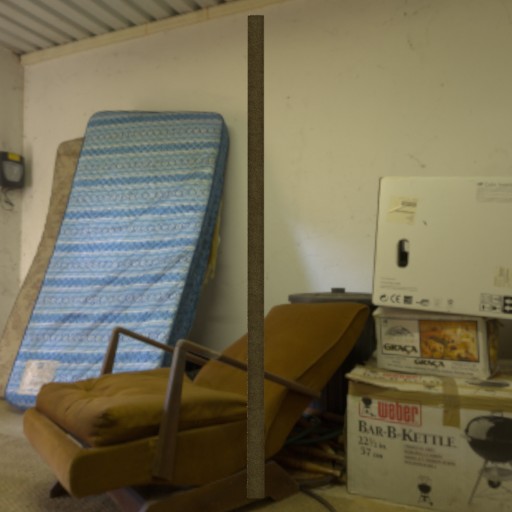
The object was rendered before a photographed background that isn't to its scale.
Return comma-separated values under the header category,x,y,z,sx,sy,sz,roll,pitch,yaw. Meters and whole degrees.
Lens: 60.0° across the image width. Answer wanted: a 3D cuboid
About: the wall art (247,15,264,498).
category,x,y,z,sx,sy,sz,roll,pitch,yaw
wall art,0.000,0.000,1.662,0.051,1.461,0.648,0,-1,0
